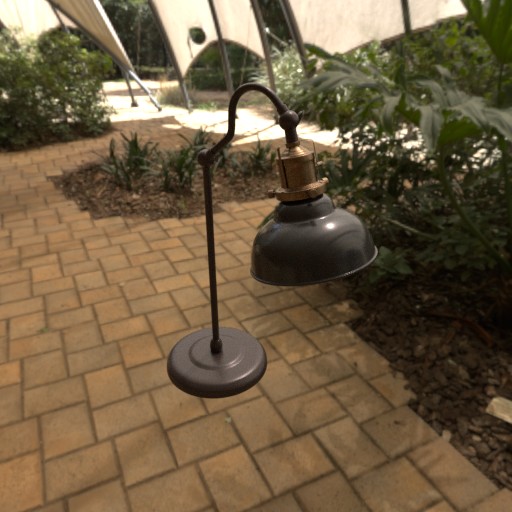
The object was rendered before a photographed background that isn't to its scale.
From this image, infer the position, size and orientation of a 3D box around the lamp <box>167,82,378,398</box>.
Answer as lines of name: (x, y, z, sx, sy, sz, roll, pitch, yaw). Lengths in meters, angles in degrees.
lamp: (0.000, 0.000, 0.695, 0.374, 0.508, 0.192, 17, 31, 31)
